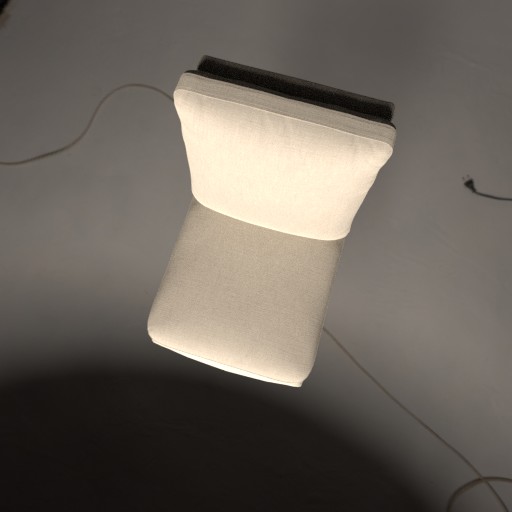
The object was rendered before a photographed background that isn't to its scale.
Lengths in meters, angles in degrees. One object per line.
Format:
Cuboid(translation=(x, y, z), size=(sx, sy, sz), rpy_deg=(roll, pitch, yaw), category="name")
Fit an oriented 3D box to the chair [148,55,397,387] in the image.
Cuboid(translation=(0.000, 0.000, 1.332), size=(0.503, 0.927, 0.698), rpy_deg=(16, 76, 4), category="chair")
